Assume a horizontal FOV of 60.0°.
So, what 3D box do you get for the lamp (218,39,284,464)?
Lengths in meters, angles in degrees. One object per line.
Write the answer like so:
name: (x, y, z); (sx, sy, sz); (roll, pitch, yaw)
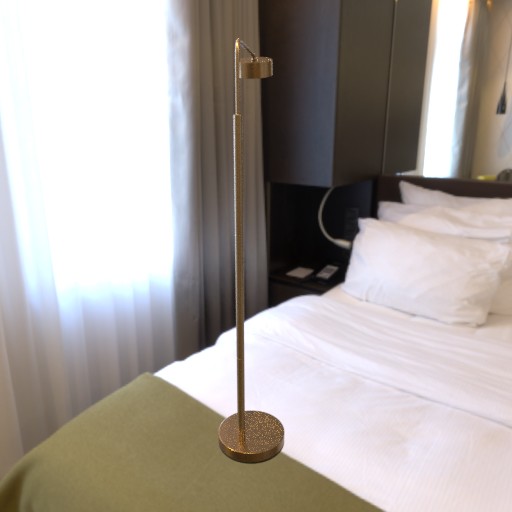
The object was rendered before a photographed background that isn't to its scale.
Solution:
lamp: (0.000, 0.000, 1.412); (0.219, 1.230, 0.418); (2, 16, 9)
